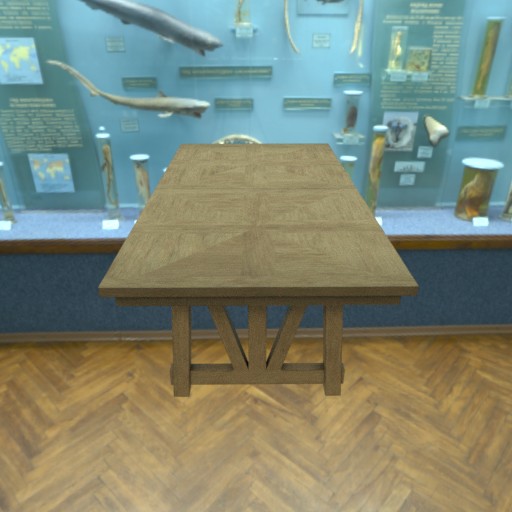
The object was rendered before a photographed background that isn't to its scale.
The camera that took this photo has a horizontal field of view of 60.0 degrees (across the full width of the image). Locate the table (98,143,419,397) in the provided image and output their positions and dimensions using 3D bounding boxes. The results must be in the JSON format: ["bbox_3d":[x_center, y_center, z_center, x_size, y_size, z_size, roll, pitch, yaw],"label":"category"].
[{"bbox_3d":[0.000,0.000,2.412,1.016,0.768,1.881,0,28,0],"label":"table"}]
